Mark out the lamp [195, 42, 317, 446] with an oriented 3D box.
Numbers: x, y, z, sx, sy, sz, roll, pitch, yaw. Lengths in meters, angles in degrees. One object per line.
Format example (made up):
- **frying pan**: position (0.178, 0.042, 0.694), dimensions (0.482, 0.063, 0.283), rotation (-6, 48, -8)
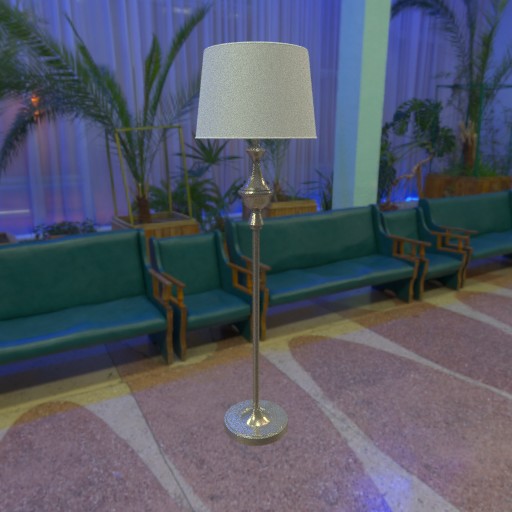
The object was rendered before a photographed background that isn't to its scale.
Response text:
- **lamp**: position (0.000, 0.000, 1.694), dimensions (0.431, 1.488, 0.431), rotation (0, 15, 0)
